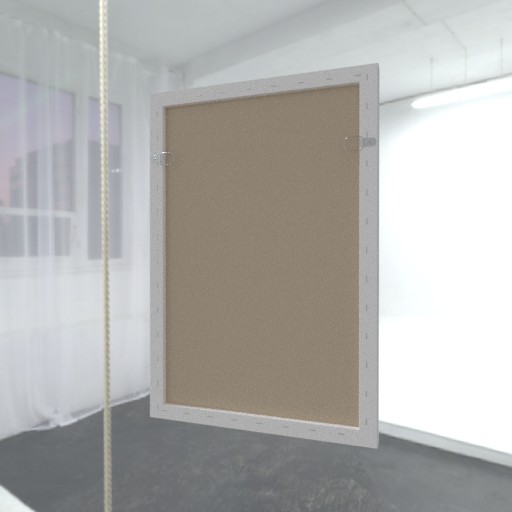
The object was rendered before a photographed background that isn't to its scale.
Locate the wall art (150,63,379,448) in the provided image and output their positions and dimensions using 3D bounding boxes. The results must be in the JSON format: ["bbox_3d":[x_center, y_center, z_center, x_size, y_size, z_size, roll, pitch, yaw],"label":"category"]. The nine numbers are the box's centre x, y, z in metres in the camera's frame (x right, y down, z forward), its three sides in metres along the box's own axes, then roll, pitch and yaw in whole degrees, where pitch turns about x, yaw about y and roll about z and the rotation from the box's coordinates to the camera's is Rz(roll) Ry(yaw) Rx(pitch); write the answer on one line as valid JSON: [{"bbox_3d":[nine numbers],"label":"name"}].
[{"bbox_3d":[0.000,0.000,1.169,0.624,0.914,0.043,0,0,19],"label":"wall art"}]
